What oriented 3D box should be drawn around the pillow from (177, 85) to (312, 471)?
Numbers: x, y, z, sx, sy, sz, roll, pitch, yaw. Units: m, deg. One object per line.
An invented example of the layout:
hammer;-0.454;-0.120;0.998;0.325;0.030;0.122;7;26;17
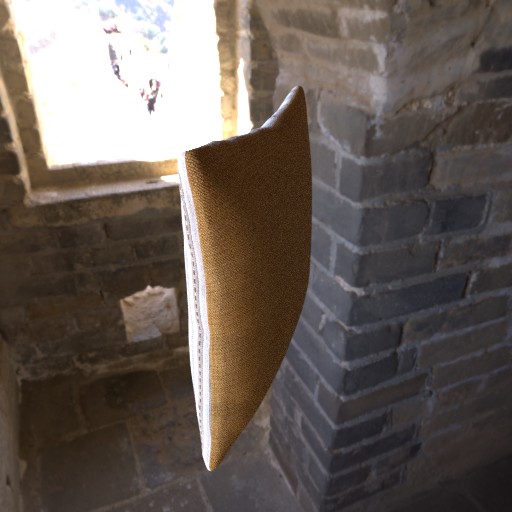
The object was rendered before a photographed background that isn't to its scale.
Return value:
pillow;0.000;0.000;0.669;0.147;0.437;0.432;9;30;15
